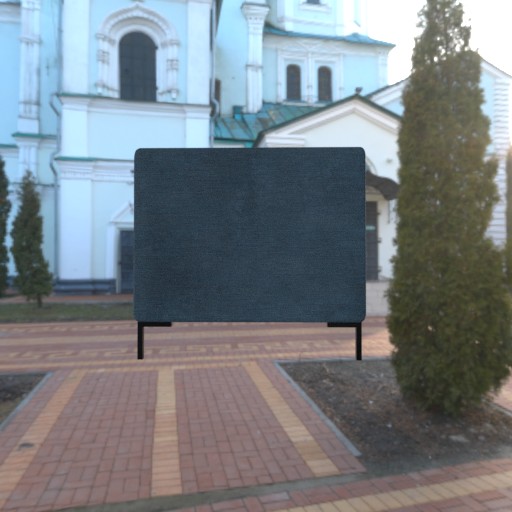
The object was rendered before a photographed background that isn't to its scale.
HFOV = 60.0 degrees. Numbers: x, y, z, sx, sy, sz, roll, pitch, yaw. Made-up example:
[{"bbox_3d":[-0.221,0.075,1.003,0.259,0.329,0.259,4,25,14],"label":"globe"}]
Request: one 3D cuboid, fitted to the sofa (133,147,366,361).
[{"bbox_3d":[0.000,0.000,2.272,0.686,0.635,1.981,0,-1,1],"label":"sofa"}]
